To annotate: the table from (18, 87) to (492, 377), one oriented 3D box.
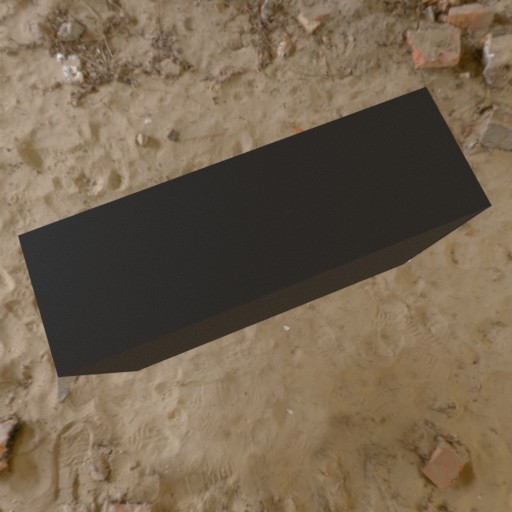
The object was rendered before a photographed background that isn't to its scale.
[{"bbox_3d":[0.000,0.000,1.593,1.200,0.855,0.400,-21,77,-5],"label":"table"}]
